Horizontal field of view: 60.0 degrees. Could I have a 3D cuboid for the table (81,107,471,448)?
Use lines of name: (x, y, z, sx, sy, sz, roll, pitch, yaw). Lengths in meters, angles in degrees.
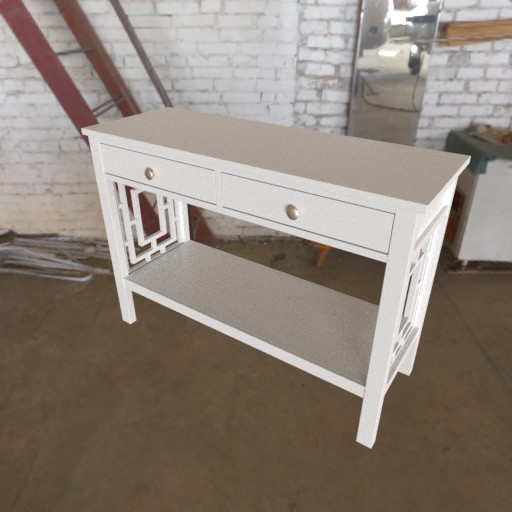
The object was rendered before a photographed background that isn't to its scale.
table: (0.000, 0.000, 1.446, 1.068, 0.753, 0.397, 19, 35, 29)
